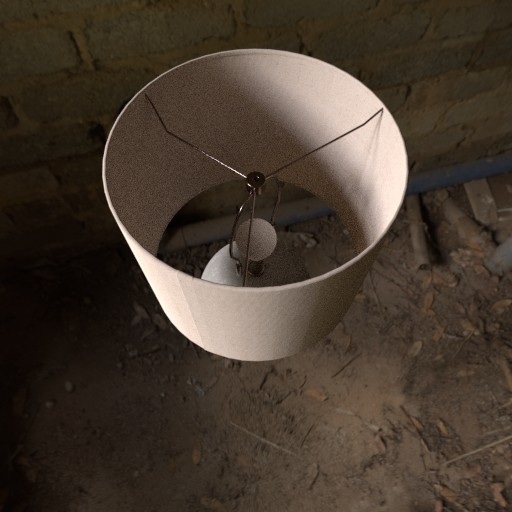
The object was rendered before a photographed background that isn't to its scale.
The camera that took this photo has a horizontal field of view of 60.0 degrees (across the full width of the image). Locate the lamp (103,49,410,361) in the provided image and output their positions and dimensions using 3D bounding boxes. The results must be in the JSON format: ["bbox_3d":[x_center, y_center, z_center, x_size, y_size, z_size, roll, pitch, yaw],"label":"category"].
[{"bbox_3d":[0.000,0.000,0.573,0.269,0.409,0.269,32,67,15],"label":"lamp"}]
